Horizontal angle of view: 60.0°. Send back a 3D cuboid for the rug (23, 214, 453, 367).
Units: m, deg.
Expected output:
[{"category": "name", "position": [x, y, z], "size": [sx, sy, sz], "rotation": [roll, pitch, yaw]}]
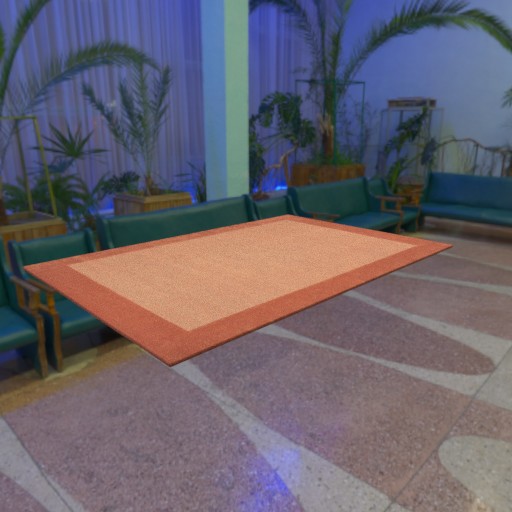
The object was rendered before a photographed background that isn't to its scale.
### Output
[{"category": "rug", "position": [0.000, 0.000, 2.238], "size": [1.829, 0.014, 1.219], "rotation": [-15, 22, -42]}]
